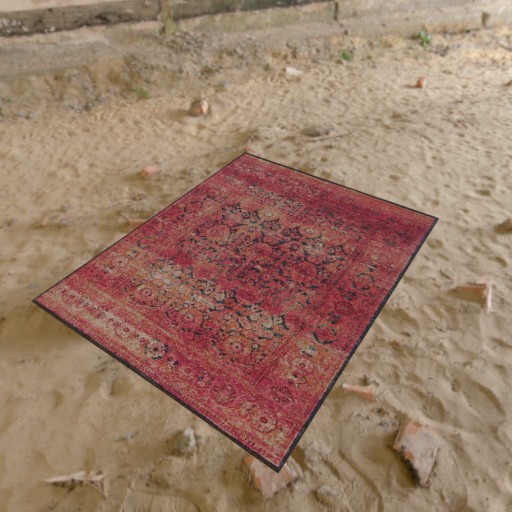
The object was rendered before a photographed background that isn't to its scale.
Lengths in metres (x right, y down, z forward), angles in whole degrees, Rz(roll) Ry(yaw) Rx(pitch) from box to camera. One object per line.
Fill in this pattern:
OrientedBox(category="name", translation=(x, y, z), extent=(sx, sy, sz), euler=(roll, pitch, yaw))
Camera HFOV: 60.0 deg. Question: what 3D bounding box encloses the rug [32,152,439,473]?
OrientedBox(category="rug", translation=(0.000, 0.000, 4.057), extent=(2.411, 0.020, 3.032), euler=(25, 47, 25))
